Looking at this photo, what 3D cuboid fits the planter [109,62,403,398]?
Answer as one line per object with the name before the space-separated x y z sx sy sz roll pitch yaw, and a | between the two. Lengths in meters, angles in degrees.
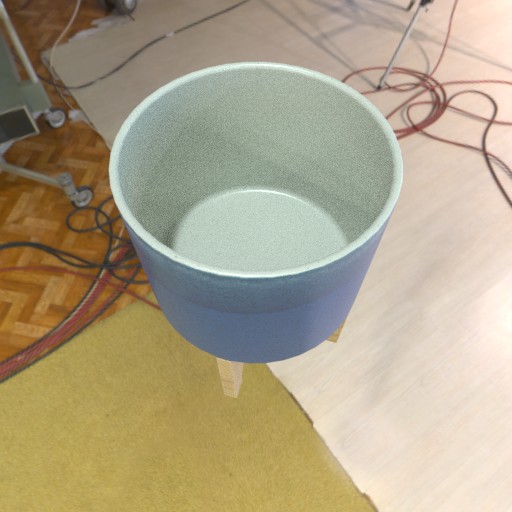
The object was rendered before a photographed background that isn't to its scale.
planter | 0.000 0.000 0.404 0.192 0.263 0.192 0 58 0
